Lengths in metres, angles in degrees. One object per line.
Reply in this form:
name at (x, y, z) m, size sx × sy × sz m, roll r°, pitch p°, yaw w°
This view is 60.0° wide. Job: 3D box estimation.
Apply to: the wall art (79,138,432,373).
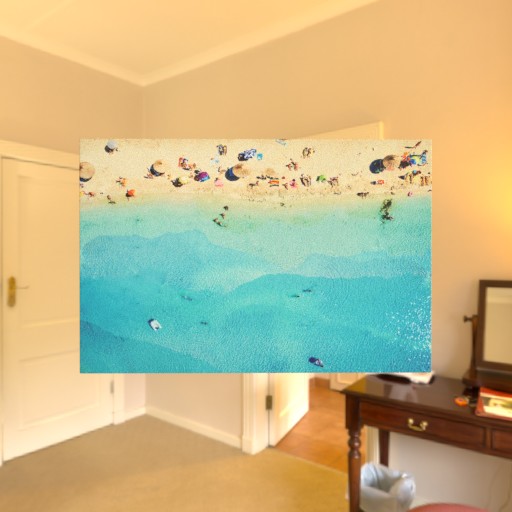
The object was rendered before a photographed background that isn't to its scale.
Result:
wall art at (0.000, 0.000, 0.786) m, size 0.609 × 0.406 × 0.039 m, roll 0°, pitch 0°, yaw -1°
